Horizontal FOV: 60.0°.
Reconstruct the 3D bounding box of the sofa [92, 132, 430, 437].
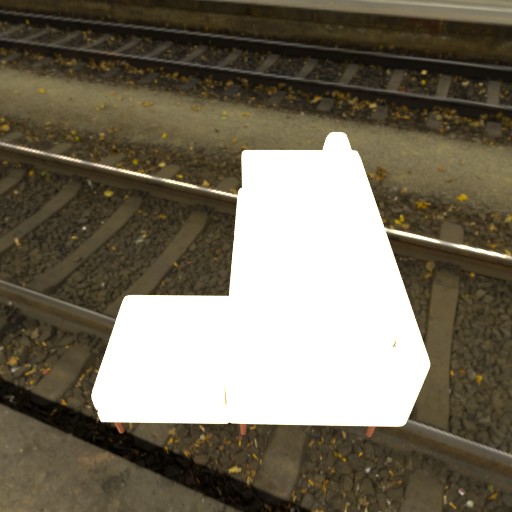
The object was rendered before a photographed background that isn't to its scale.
[{"bbox_3d":[0.000,0.000,2.854,1.580,0.899,2.029,1,40,1],"label":"sofa"}]
